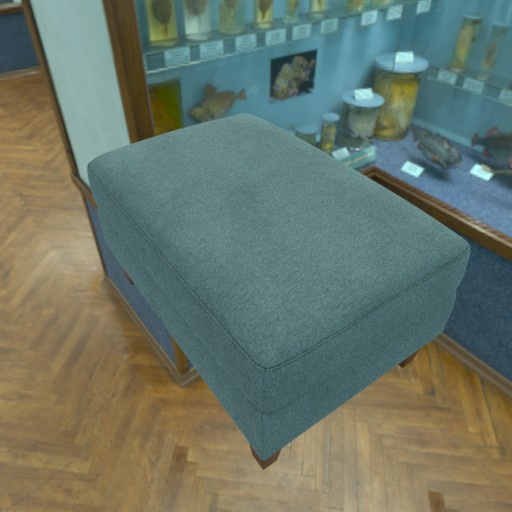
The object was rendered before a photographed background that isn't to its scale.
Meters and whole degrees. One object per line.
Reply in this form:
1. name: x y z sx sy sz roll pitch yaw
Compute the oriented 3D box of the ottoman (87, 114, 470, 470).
1. ottoman: 0.000 0.000 1.191 0.584 0.483 0.864 -25 47 -26
